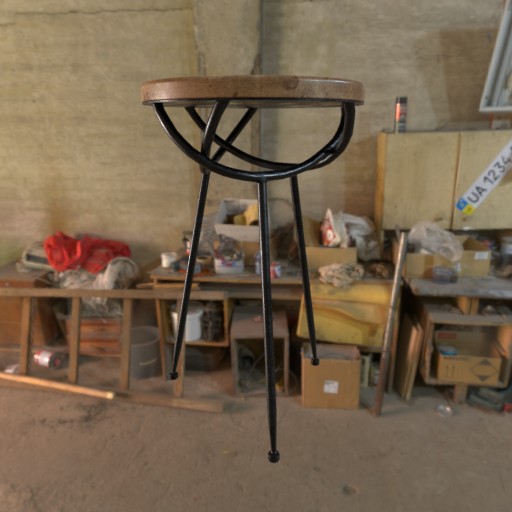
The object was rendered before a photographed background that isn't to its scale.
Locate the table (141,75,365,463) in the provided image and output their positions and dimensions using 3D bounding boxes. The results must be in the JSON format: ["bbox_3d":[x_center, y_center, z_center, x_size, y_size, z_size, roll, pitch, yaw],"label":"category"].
[{"bbox_3d":[0.000,0.000,0.924,0.418,0.664,0.414,-9,19,-26],"label":"table"}]
